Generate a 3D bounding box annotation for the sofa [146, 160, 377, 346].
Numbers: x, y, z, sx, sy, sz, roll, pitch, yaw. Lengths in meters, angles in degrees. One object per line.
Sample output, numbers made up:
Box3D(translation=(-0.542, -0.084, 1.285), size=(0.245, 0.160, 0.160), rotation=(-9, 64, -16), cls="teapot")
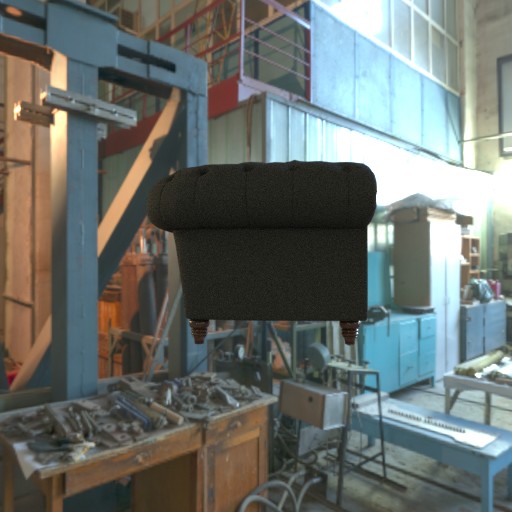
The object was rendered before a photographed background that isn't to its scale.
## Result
Box3D(translation=(0.000, 0.000, 2.812), size=(0.991, 0.762, 2.362), rotation=(0, 0, 1), cls="sofa")
